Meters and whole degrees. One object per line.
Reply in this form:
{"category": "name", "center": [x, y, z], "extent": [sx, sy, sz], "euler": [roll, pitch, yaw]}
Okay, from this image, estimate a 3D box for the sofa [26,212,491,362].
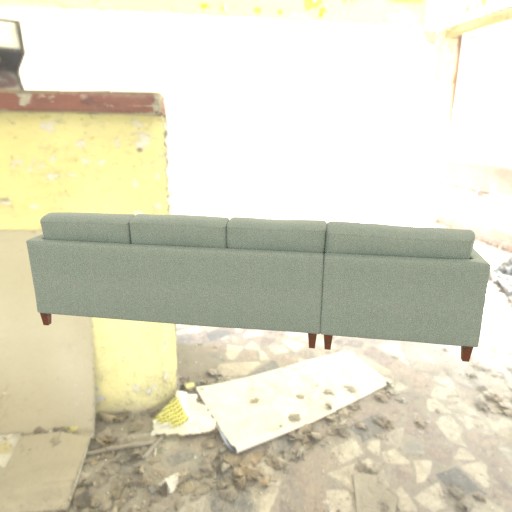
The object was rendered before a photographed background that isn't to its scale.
{"category": "sofa", "center": [0.000, 0.000, 4.029], "extent": [3.470, 0.953, 1.600], "euler": [3, 17, 10]}
